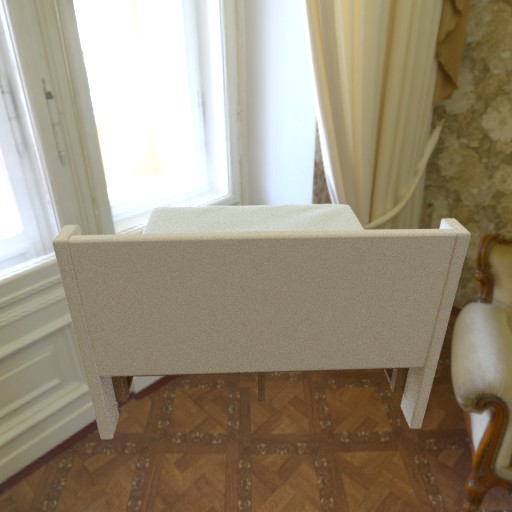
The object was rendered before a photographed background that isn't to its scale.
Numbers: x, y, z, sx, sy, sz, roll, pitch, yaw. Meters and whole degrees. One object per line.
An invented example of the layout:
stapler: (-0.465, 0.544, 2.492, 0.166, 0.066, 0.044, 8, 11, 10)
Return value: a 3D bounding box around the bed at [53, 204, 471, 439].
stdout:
bed: (0.000, 0.000, 3.595, 2.145, 1.471, 2.293, -1, 29, -2)
